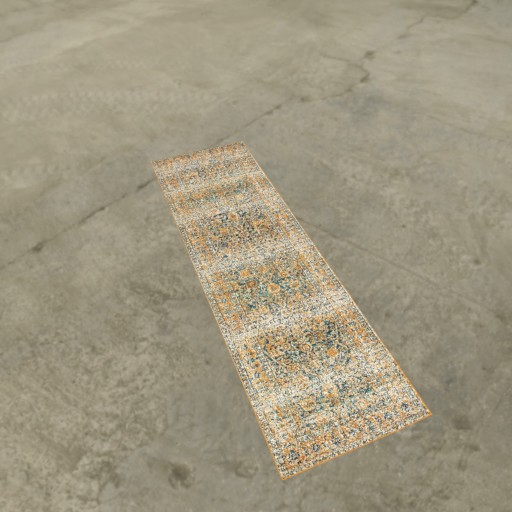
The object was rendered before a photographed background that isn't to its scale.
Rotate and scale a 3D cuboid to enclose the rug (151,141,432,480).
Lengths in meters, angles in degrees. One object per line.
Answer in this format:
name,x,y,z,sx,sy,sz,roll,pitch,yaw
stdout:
rug,0.000,0.000,2.532,0.704,0.014,2.294,-16,49,-15
